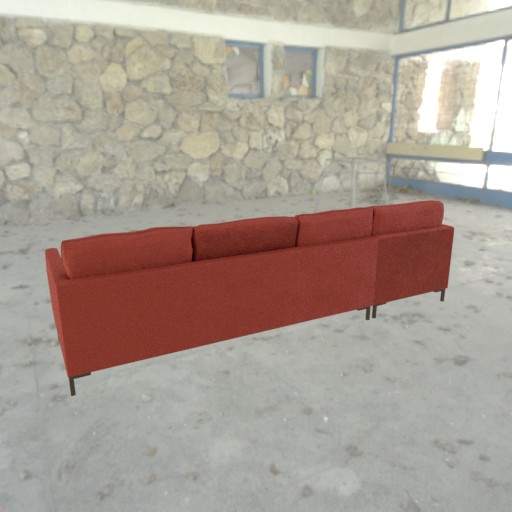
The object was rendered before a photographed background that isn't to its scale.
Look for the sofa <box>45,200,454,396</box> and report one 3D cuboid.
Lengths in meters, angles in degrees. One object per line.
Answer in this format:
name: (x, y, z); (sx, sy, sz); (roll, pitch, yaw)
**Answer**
sofa: (0.000, 0.000, 3.984); (3.400, 0.967, 1.500); (-8, 18, -27)
